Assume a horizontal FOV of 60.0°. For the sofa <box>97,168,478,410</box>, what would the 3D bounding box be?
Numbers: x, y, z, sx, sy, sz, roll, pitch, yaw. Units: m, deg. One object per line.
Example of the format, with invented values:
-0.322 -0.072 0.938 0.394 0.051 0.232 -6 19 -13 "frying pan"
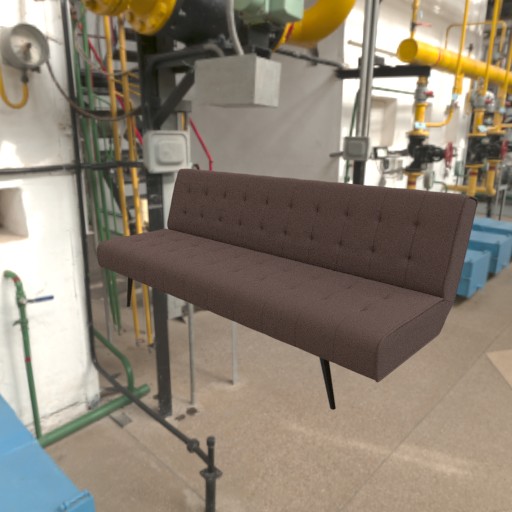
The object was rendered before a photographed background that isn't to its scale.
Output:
0.000 0.000 2.098 1.703 0.699 0.747 15 21 42 "sofa"
